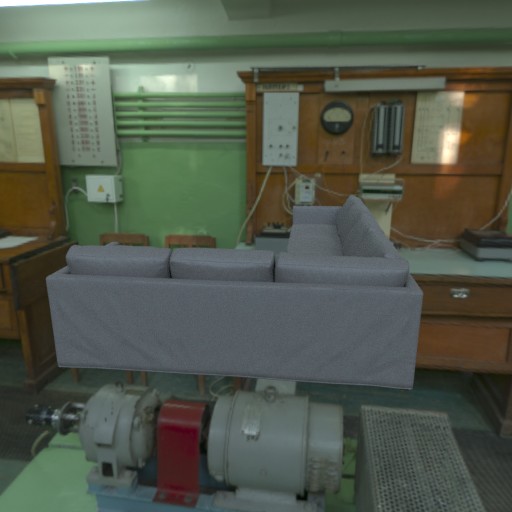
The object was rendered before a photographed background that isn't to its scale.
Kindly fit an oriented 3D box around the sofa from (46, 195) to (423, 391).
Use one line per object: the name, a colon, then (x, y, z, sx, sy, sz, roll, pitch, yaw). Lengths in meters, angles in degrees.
sofa: (0.000, 0.000, 4.356, 2.432, 0.871, 3.182, 2, 16, 7)
